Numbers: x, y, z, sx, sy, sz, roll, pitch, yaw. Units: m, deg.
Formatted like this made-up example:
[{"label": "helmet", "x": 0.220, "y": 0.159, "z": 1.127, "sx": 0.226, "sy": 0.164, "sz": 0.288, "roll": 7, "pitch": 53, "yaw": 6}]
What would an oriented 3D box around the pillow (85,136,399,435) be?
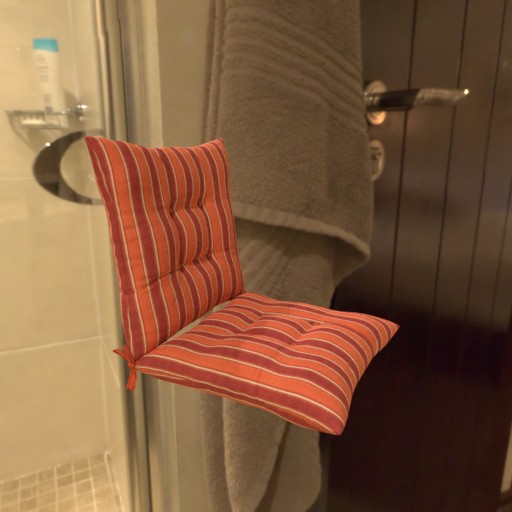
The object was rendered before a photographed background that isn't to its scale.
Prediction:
[{"label": "pillow", "x": 0.000, "y": 0.000, "z": 1.023, "sx": 0.585, "sy": 0.536, "sz": 0.541, "roll": 7, "pitch": 16, "yaw": 27}]
